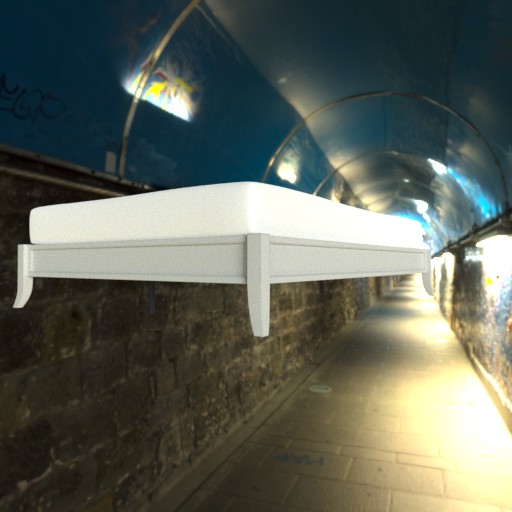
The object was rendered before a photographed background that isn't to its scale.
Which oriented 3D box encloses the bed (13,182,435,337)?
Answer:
[{"bbox_3d":[0.000,0.000,2.520,1.460,0.510,1.985,-1,-1,35],"label":"bed"}]
